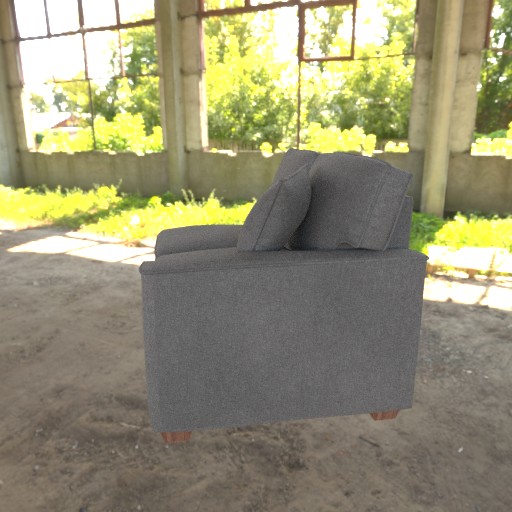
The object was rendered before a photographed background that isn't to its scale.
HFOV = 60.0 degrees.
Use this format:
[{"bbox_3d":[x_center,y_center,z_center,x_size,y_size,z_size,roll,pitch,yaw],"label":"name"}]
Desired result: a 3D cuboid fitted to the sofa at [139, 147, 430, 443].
[{"bbox_3d":[0.000,0.000,2.123,0.991,0.989,1.388,-2,15,-9],"label":"sofa"}]
